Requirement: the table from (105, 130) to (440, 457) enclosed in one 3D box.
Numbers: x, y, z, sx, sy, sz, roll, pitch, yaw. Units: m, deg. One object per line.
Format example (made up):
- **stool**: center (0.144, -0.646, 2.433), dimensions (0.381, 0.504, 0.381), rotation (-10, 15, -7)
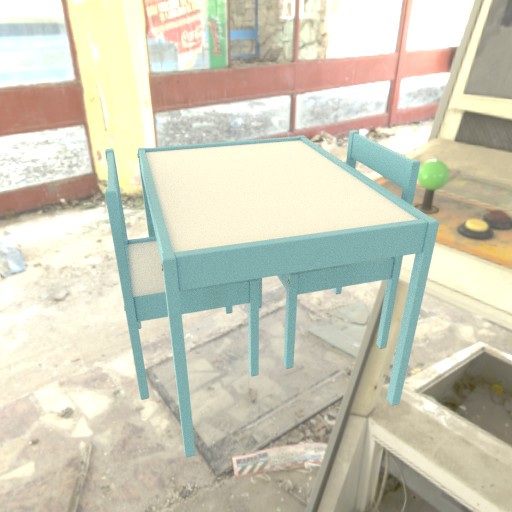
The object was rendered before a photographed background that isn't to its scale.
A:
- **table**: center (0.000, 0.000, 1.084), dimensions (0.633, 0.503, 0.639), rotation (-8, 30, -14)
